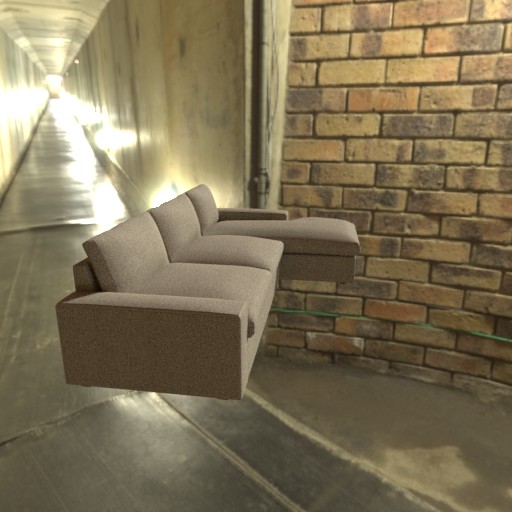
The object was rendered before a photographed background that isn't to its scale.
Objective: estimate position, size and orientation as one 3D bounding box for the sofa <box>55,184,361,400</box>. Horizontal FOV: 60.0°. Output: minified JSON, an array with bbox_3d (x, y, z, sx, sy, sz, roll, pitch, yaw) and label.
[{"bbox_3d":[0.000,0.000,3.478,1.689,0.813,2.718,3,17,8],"label":"sofa"}]
